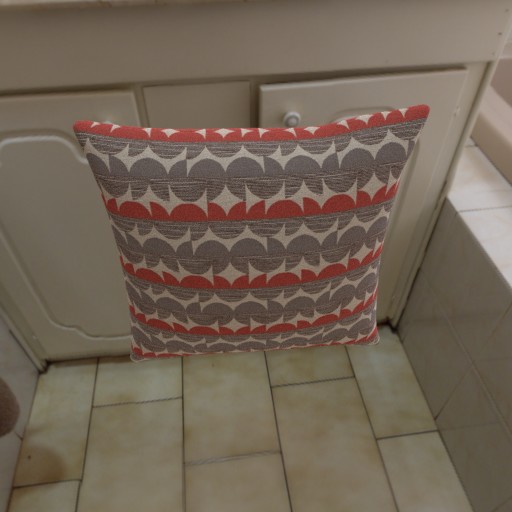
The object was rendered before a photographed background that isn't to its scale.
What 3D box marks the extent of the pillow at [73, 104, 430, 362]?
[{"bbox_3d":[0.000,0.000,0.631,0.420,0.410,0.180,-4,46,-4],"label":"pillow"}]
